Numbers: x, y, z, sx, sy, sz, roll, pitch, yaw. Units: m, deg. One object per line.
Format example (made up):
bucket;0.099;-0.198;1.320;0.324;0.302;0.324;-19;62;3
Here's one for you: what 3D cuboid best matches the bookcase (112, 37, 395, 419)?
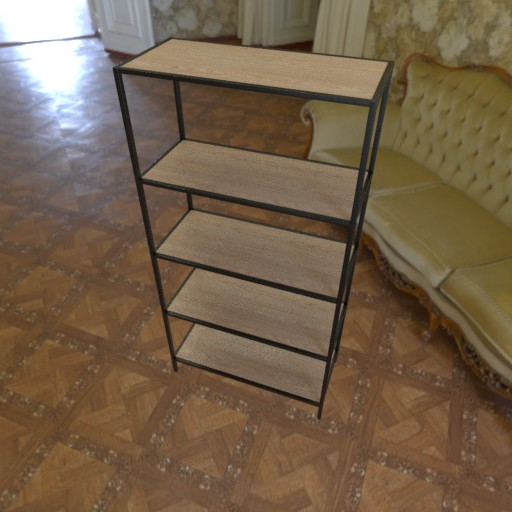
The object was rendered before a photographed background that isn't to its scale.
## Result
bookcase;0.000;0.000;1.806;0.770;1.500;0.350;13;42;15
